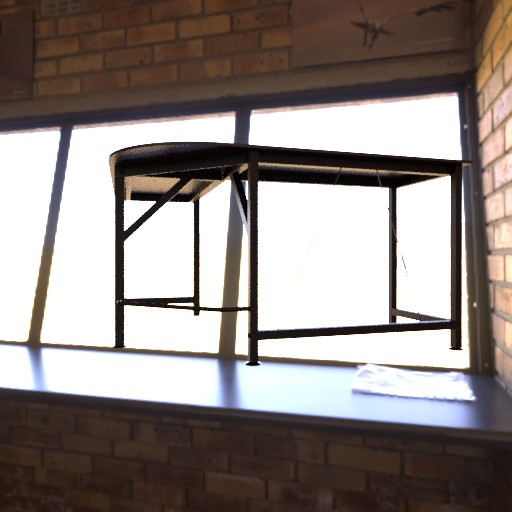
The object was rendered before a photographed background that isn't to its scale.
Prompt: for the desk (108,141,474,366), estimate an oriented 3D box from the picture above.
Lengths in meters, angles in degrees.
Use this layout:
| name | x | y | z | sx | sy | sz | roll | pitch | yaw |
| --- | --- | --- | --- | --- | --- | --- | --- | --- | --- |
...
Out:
| name | x | y | z | sx | sy | sz | roll | pitch | yaw |
| --- | --- | --- | --- | --- | --- | --- | --- | --- | --- |
| desk | 0.000 | 0.000 | 2.242 | 1.400 | 0.762 | 1.400 | 0 | 0 | -17 |
